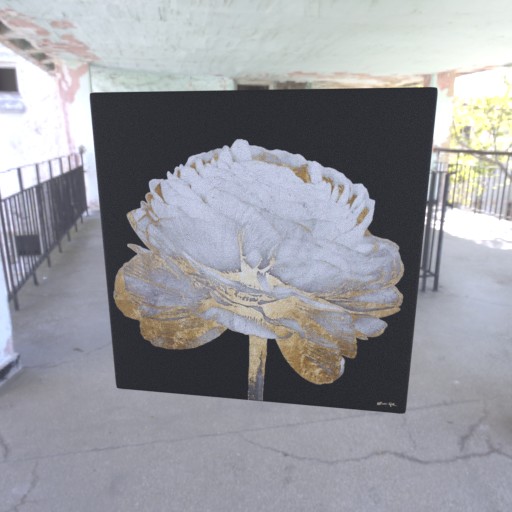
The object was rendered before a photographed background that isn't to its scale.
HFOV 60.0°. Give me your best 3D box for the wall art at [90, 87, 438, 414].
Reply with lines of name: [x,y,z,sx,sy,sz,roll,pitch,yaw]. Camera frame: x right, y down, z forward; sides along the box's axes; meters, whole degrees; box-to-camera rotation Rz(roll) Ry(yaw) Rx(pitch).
wall art: [0.000,0.000,0.582,0.406,0.407,0.041,2,15,8]
